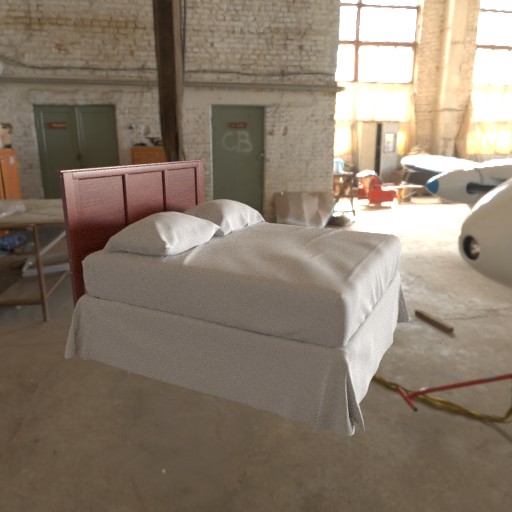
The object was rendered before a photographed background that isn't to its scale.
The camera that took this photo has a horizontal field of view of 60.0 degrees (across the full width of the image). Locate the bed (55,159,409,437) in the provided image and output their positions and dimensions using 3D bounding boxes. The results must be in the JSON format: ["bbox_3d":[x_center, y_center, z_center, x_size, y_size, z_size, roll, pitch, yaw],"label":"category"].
[{"bbox_3d":[0.000,0.000,3.239,2.050,1.270,1.870,7,17,26],"label":"bed"}]
